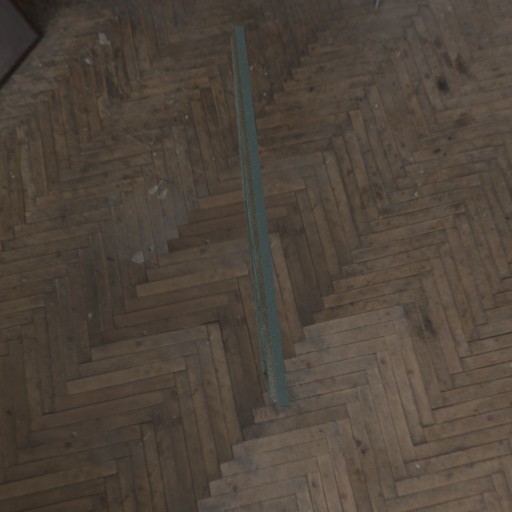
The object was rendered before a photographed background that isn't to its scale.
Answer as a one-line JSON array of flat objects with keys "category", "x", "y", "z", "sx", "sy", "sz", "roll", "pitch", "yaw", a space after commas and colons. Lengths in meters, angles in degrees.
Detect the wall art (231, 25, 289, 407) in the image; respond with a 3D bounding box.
[{"category": "wall art", "x": 0.000, "y": 0.000, "z": 1.324, "sx": 0.030, "sy": 0.983, "sz": 0.767, "roll": -6, "pitch": 77, "yaw": -1}]
